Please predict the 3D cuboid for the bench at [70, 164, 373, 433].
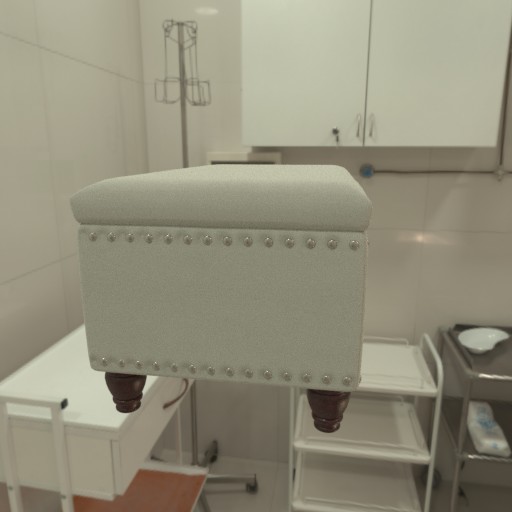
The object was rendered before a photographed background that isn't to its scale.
[{"bbox_3d":[0.000,0.000,1.173,0.500,0.449,0.887,2,14,9],"label":"bench"}]
